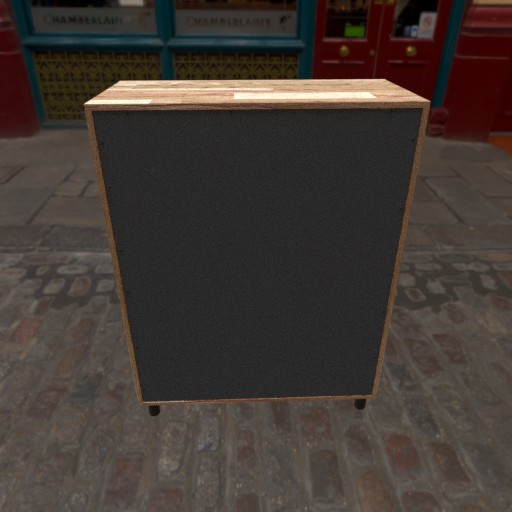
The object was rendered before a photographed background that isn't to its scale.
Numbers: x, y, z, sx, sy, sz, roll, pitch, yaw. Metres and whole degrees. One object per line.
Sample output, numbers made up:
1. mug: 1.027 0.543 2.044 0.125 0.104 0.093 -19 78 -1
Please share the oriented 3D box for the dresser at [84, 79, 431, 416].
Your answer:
1. dresser: 0.000 0.000 1.742 0.966 1.243 0.480 -1 29 -2
